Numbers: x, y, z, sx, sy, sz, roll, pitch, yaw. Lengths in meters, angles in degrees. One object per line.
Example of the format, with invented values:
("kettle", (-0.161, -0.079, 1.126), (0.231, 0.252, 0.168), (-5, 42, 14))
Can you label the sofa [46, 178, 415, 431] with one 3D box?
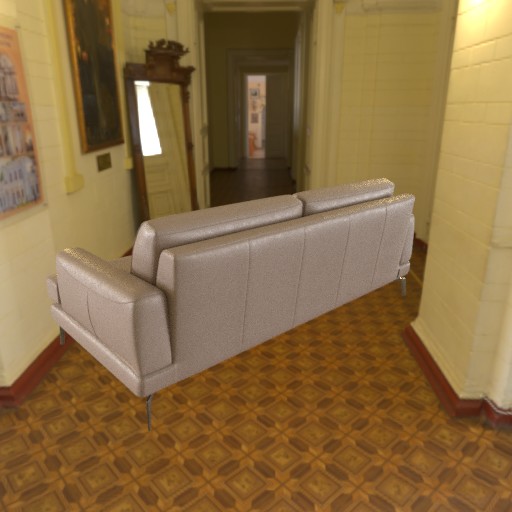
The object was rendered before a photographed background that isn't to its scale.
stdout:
("sofa", (0.000, 0.000, 2.445), (1.940, 0.765, 0.974), (-16, 24, -40))
